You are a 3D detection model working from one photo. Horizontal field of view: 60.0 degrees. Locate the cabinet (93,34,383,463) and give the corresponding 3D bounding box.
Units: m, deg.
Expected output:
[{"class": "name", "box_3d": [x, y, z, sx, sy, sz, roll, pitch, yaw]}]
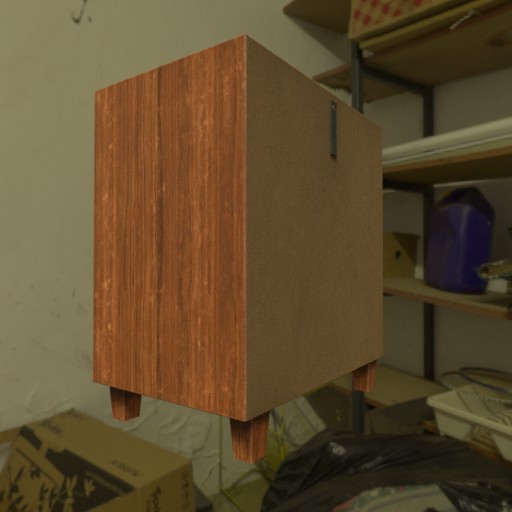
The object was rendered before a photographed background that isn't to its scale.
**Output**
[{"class": "cabinet", "box_3d": [0.000, 0.000, 1.059, 0.410, 0.695, 0.607, -1, -1, 36]}]
